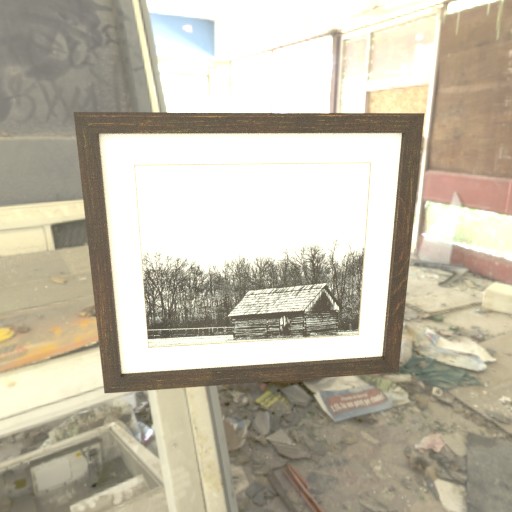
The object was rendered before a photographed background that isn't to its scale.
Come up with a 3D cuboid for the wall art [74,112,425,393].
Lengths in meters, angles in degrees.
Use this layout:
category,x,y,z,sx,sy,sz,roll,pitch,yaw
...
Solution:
category,x,y,z,sx,sy,sz,roll,pitch,yaw
wall art,0.000,0.000,0.538,0.381,0.330,0.031,-2,17,-7
